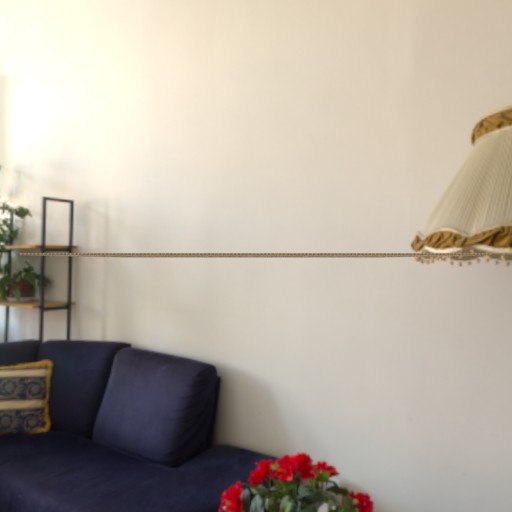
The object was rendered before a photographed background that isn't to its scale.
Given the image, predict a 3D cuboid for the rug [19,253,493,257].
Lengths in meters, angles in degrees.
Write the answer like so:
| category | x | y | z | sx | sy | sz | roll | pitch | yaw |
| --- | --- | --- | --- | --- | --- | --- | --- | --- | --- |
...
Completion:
| category | x | y | z | sx | sy | sz | roll | pitch | yaw |
| --- | --- | --- | --- | --- | --- | --- | --- | --- | --- |
| rug | 0.000 | 0.000 | 4.048 | 3.048 | 0.013 | 2.438 | 0 | -1 | -1 |
